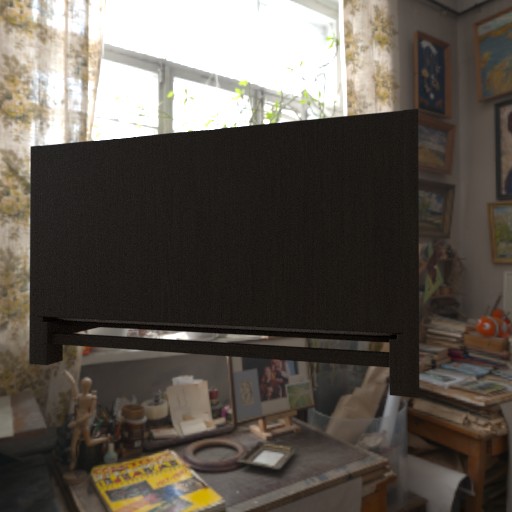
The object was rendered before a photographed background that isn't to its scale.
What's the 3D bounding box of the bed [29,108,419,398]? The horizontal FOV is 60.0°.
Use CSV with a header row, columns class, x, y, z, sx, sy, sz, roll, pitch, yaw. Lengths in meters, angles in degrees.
class,x,y,z,sx,sy,sz,roll,pitch,yaw
bed,0.000,0.000,3.224,2.134,1.270,2.012,0,-1,18
